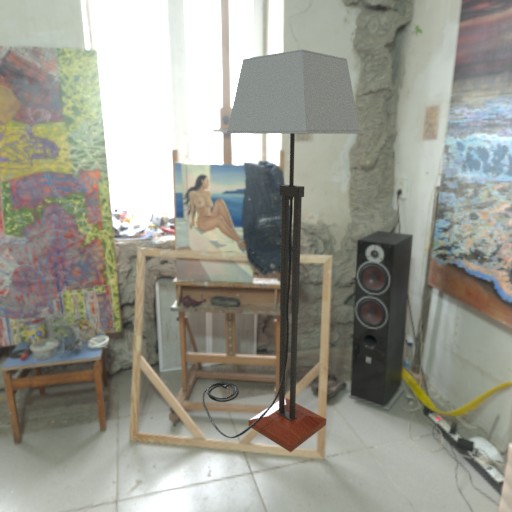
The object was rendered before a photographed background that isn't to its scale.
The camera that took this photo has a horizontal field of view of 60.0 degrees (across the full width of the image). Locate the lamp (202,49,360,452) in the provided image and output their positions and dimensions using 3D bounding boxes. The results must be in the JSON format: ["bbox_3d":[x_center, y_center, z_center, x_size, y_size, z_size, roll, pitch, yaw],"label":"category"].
[{"bbox_3d":[0.000,0.000,2.057,0.745,1.712,0.472,15,21,42],"label":"lamp"}]
